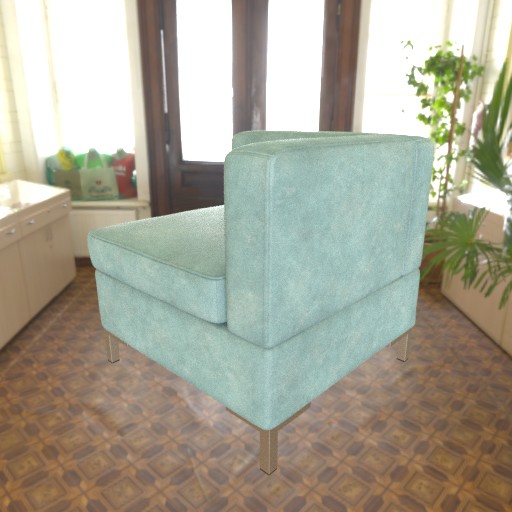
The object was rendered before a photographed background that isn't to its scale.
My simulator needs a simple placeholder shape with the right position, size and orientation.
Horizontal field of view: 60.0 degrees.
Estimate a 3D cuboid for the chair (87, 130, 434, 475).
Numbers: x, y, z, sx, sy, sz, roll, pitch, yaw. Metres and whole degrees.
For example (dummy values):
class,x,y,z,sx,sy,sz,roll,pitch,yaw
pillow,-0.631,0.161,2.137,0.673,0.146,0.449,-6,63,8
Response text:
class,x,y,z,sx,sy,sz,roll,pitch,yaw
chair,0.000,0.000,1.232,0.691,0.660,0.684,16,24,41
